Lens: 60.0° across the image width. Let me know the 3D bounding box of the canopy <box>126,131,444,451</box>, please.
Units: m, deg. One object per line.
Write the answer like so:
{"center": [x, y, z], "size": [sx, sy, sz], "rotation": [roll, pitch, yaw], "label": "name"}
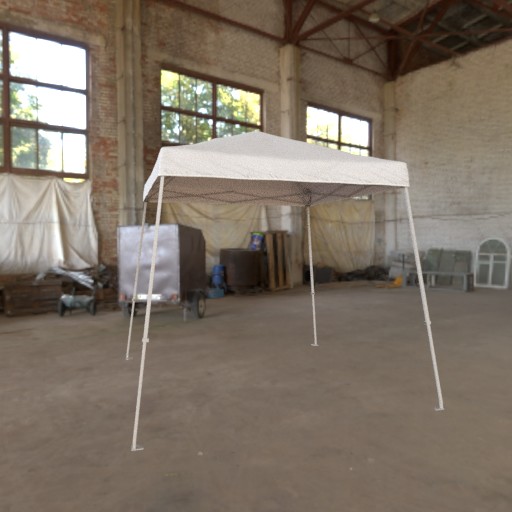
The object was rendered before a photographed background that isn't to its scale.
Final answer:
{"center": [0.000, 0.000, 5.089], "size": [2.848, 2.849, 2.849], "rotation": [0, 2, -17], "label": "canopy"}
